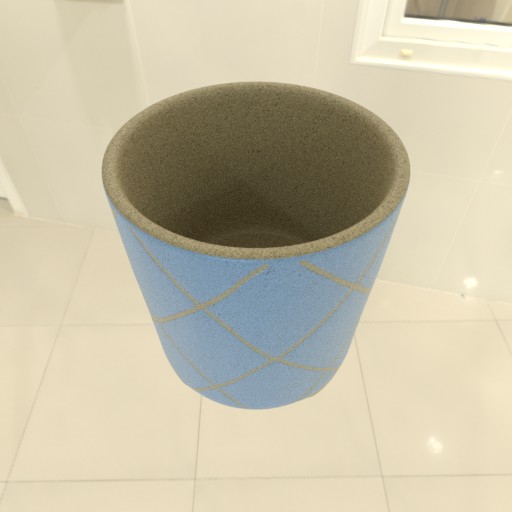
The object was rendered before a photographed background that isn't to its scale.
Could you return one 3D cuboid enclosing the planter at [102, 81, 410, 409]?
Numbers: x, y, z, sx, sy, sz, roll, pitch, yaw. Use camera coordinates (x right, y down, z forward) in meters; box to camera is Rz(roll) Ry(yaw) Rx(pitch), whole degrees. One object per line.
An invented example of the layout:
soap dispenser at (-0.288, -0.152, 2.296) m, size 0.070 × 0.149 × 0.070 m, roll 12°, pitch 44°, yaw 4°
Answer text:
planter at (0.000, 0.000, 0.418) m, size 0.227 × 0.235 × 0.227 m, roll 0°, pitch 46°, yaw 0°
